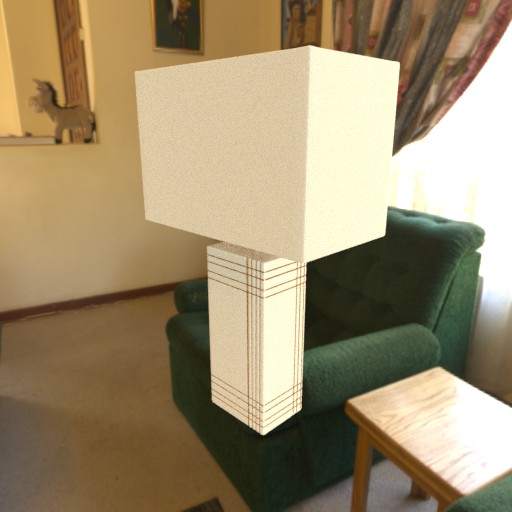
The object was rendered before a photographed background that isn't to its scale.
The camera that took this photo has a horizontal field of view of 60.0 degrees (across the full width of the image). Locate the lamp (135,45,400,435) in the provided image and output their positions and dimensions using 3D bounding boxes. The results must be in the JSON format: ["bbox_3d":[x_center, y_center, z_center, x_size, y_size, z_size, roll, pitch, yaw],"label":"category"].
[{"bbox_3d":[0.000,0.000,0.687,0.182,0.543,0.334,-16,23,-43],"label":"lamp"}]
